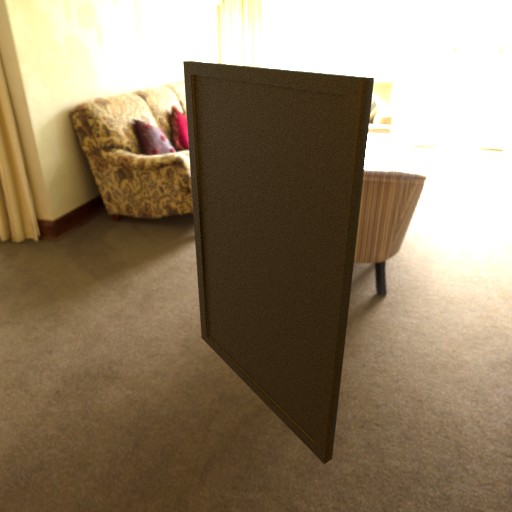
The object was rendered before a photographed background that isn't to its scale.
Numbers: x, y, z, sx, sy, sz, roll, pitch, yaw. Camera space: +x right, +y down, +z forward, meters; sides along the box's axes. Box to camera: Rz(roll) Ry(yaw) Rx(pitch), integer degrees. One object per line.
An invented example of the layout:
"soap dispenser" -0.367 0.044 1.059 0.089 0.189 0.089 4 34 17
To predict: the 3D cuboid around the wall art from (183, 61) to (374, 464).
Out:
"wall art" 0.000 0.000 0.550 0.013 0.431 0.303 -17 31 -31
